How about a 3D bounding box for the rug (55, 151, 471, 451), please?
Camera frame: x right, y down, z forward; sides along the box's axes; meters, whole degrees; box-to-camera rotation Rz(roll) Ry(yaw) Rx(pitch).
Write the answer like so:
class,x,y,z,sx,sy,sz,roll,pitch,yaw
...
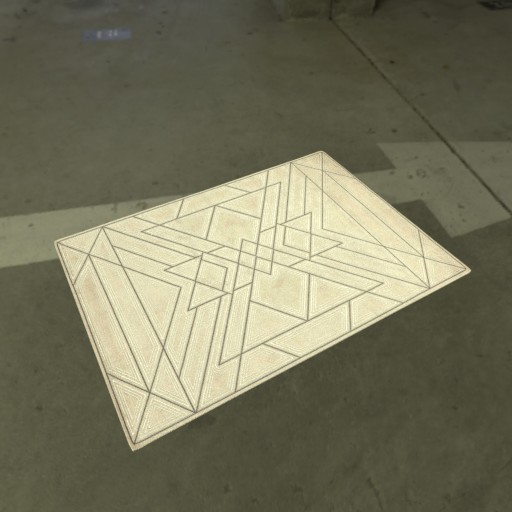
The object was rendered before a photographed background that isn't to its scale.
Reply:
class,x,y,z,sx,sy,sz,roll,pitch,yaw
rug,0.000,0.000,4.386,3.381,0.026,2.436,-22,50,-20
